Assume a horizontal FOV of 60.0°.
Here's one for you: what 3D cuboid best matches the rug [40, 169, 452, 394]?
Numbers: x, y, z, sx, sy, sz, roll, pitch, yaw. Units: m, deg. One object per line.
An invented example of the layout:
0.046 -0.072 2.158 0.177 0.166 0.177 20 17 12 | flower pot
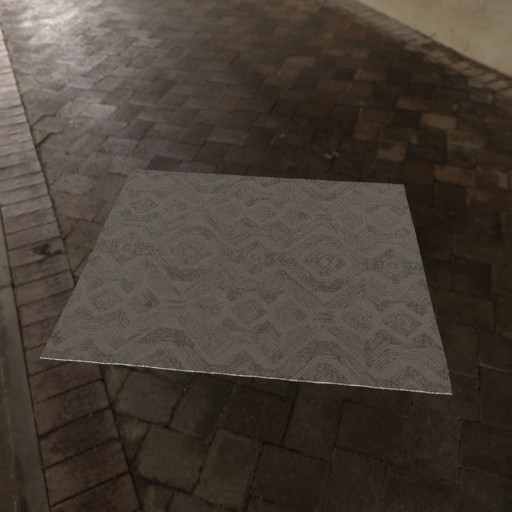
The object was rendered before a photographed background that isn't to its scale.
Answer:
0.000 0.000 4.075 3.054 0.030 2.430 4 47 4 | rug
